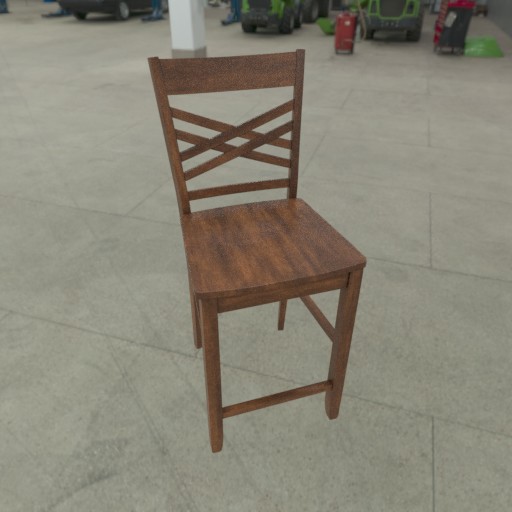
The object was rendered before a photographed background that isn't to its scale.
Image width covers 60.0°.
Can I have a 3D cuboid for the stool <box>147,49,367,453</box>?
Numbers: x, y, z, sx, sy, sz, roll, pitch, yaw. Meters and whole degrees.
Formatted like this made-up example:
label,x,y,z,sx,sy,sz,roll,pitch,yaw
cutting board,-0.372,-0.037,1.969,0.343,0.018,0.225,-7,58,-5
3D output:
label,x,y,z,sx,sy,sz,roll,pitch,yaw
stool,0.000,0.000,1.362,0.462,1.079,0.539,-10,35,-14
